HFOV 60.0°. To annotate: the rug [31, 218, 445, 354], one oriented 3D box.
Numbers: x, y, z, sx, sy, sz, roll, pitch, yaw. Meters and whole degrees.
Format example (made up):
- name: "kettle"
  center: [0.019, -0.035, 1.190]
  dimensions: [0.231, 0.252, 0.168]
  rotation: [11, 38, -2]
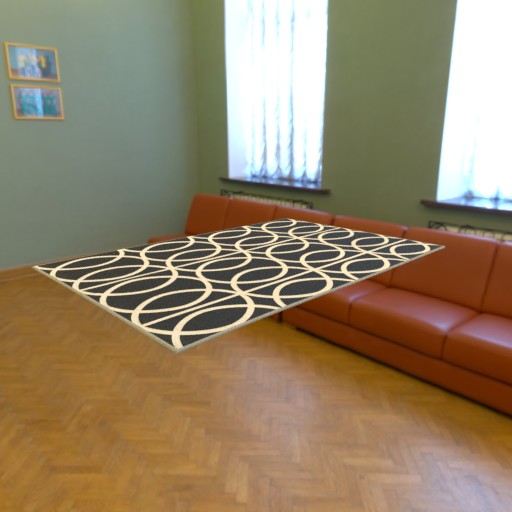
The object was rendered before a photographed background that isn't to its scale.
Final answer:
- name: "rug"
  center: [0.000, 0.000, 2.907]
  dimensions: [2.294, 0.014, 1.528]
  rotation: [-14, 21, -42]
